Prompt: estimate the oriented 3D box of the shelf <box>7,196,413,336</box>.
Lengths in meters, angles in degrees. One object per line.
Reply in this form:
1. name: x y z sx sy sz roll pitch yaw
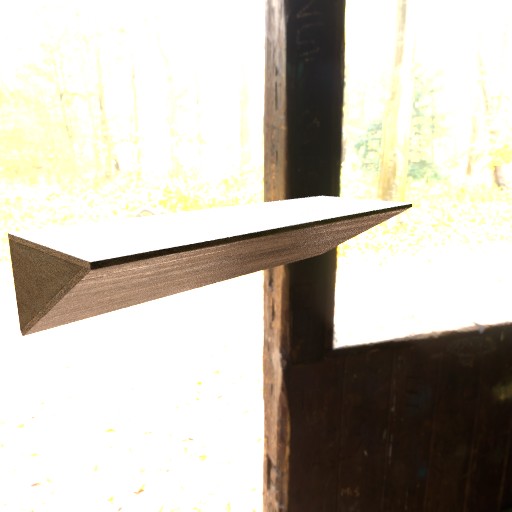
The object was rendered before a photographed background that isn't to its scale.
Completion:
1. shelf: 0.000 0.000 0.665 0.200 0.125 0.610 12 18 42
